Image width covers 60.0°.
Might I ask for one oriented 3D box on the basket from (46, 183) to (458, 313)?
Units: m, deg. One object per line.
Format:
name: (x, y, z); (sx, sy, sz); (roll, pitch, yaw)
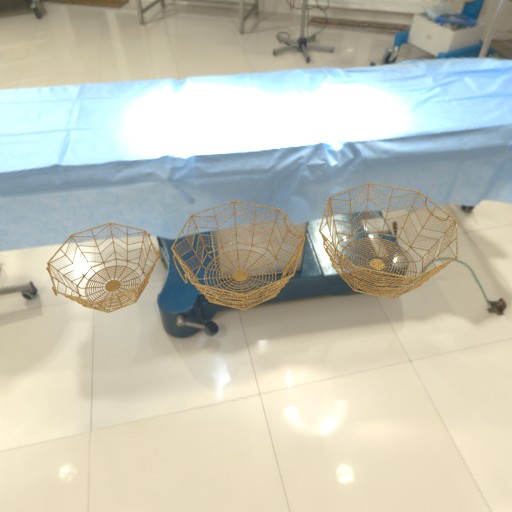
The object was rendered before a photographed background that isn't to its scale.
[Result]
basket: (0.000, 0.000, 1.384); (1.245, 0.178, 0.432); (-4, 46, -4)
